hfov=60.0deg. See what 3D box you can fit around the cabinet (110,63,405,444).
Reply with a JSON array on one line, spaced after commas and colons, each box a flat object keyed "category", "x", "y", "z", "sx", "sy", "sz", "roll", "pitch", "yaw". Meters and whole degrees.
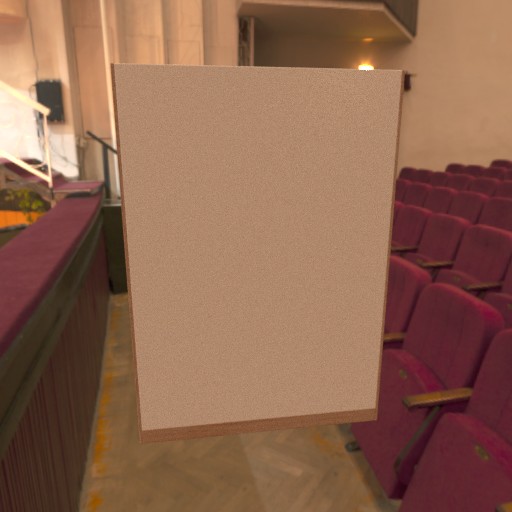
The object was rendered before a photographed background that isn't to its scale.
[{"category": "cabinet", "x": 0.000, "y": 0.000, "z": 2.779, "sx": 1.500, "sy": 2.120, "sz": 0.590, "roll": -2, "pitch": 15, "yaw": -9}]
